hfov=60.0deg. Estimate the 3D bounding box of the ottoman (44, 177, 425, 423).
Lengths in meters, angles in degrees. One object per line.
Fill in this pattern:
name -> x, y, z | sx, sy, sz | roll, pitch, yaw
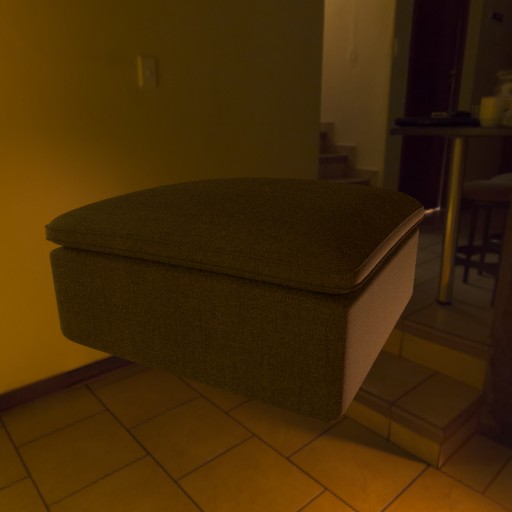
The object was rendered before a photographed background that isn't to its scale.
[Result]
ottoman -> 0.000, 0.000, 1.697 | 1.067, 0.559, 1.067 | 9, 18, 27
